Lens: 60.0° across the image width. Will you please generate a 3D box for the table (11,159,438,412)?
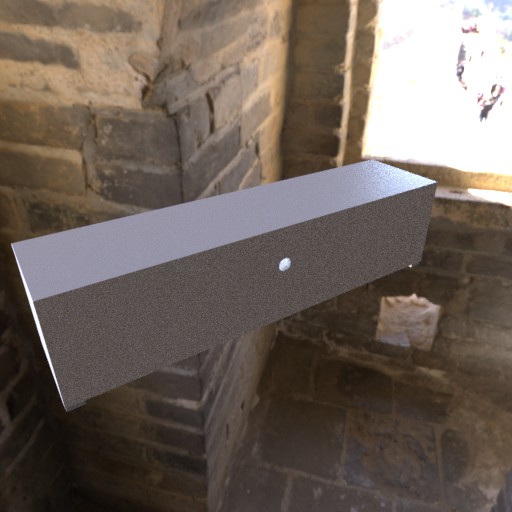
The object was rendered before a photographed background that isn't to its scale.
[{"bbox_3d":[0.000,0.000,1.797,1.650,0.420,0.390,-18,34,-28],"label":"table"}]
